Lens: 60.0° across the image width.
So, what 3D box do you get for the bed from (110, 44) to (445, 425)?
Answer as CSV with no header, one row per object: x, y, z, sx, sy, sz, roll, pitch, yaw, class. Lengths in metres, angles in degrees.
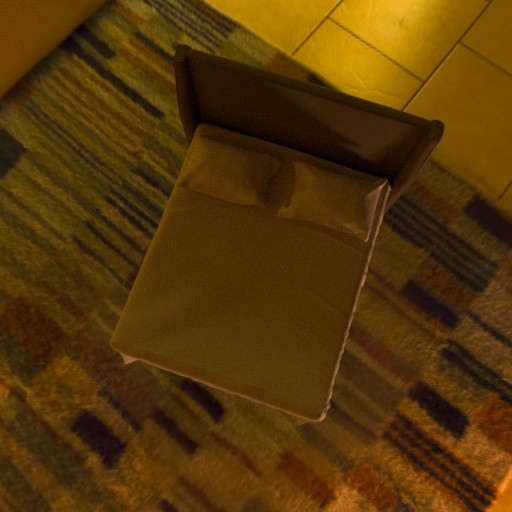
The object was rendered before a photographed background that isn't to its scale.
0.000,0.000,3.401,1.925,1.332,2.276,18,78,4,bed
